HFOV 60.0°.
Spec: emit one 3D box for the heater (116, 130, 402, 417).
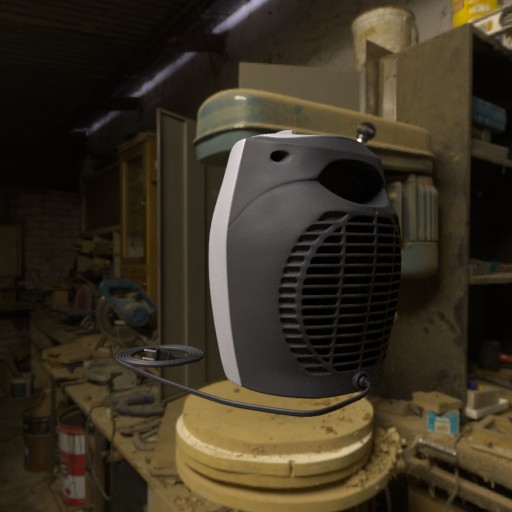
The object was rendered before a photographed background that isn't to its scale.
[{"bbox_3d":[0.000,0.000,0.476,0.239,0.240,0.291,0,1,-35],"label":"heater"}]
